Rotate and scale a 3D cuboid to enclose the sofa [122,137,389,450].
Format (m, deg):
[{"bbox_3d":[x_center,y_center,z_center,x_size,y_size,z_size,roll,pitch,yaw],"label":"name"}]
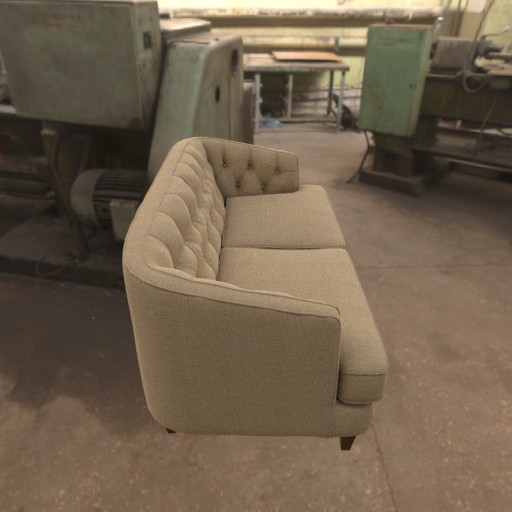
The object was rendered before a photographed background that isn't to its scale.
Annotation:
[{"bbox_3d":[0.000,0.000,2.247,0.941,0.855,1.733,0,30,0],"label":"sofa"}]
